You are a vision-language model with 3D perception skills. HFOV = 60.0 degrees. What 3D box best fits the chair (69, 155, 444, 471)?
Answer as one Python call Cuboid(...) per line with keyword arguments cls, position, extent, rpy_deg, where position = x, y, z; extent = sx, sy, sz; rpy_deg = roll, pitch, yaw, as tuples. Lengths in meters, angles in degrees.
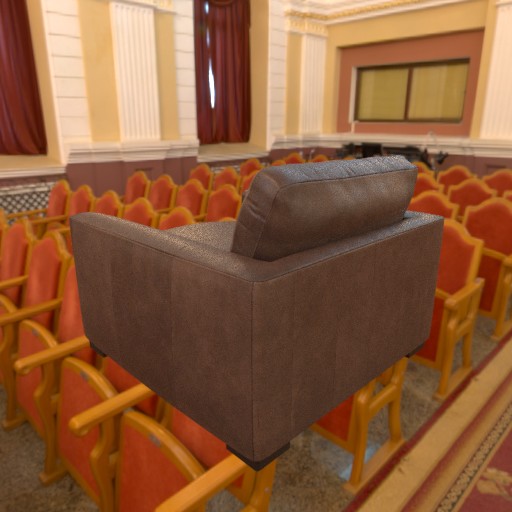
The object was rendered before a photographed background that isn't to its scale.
Cuboid(cls="chair", position=(0.000, 0.000, 1.782), extent=(1.100, 0.812, 1.069), rpy_deg=(-16, 23, -42))
